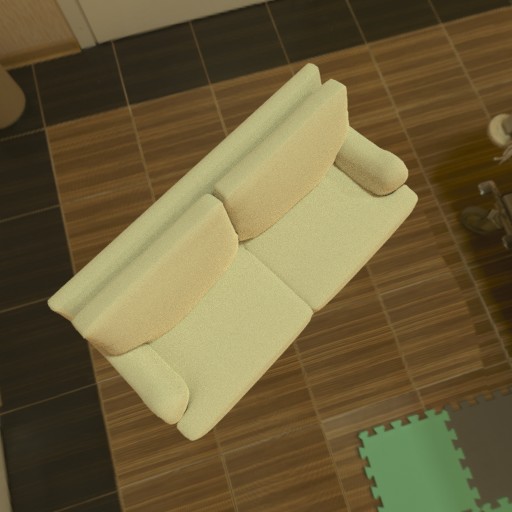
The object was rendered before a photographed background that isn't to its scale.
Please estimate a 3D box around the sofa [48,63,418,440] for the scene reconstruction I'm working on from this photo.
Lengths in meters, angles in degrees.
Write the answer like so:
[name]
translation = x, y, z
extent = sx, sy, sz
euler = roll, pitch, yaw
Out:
[sofa]
translation = 0.000, 0.000, 2.857
extent = 1.086, 1.087, 2.159
euler = 43, 79, 11
